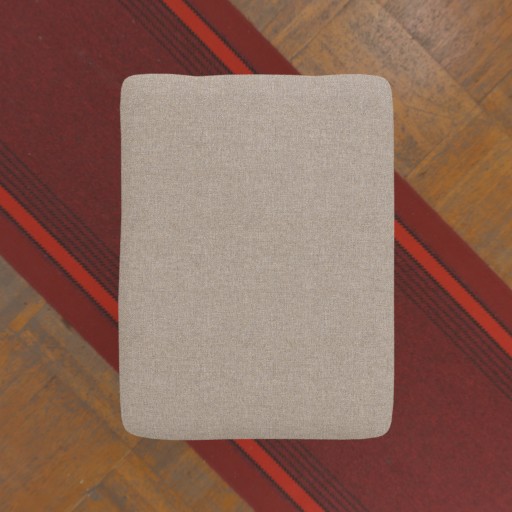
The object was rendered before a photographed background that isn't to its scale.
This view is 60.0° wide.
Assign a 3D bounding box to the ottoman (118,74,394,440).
[{"bbox_3d":[0.000,0.000,1.277,0.677,0.519,0.898,0,90,0],"label":"ottoman"}]
